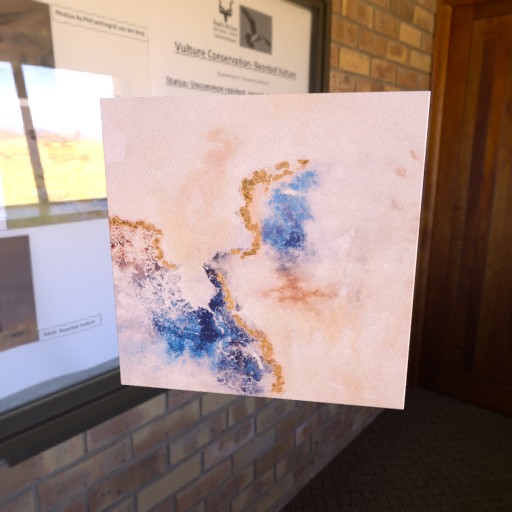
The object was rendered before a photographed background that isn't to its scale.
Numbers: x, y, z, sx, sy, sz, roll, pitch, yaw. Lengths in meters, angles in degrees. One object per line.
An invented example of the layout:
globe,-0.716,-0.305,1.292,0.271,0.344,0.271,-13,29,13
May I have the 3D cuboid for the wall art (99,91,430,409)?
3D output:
wall art,0.000,0.000,1.295,0.889,0.889,0.038,2,13,9
